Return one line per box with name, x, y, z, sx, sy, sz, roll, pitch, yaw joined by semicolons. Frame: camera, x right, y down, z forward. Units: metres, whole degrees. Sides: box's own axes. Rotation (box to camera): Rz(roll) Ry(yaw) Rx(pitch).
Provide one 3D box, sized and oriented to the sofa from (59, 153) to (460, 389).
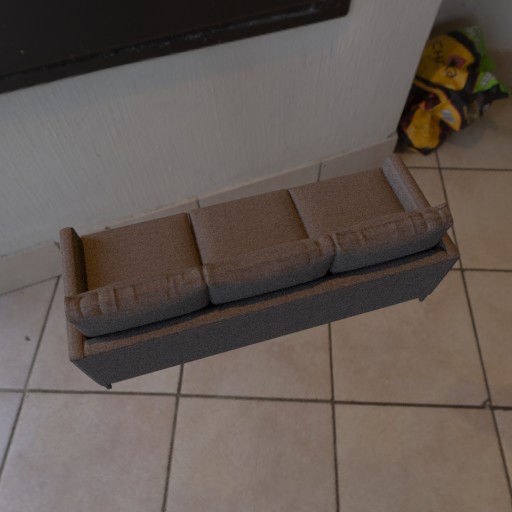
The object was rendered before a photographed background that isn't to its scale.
sofa;0.000;0.000;2.763;2.253;0.882;0.876;-14;60;-8
